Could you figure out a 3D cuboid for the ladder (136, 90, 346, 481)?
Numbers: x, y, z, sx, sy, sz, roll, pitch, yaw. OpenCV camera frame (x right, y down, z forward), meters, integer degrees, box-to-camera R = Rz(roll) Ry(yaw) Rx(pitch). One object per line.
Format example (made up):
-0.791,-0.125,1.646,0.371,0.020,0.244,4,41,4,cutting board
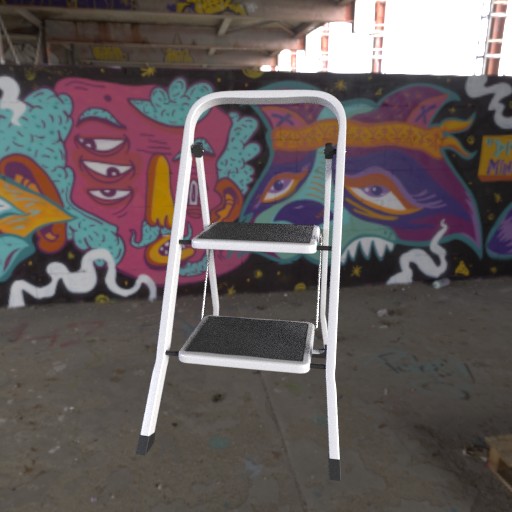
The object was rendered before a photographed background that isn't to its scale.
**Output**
0.000,0.000,1.117,0.460,0.810,0.544,3,16,10,ladder
